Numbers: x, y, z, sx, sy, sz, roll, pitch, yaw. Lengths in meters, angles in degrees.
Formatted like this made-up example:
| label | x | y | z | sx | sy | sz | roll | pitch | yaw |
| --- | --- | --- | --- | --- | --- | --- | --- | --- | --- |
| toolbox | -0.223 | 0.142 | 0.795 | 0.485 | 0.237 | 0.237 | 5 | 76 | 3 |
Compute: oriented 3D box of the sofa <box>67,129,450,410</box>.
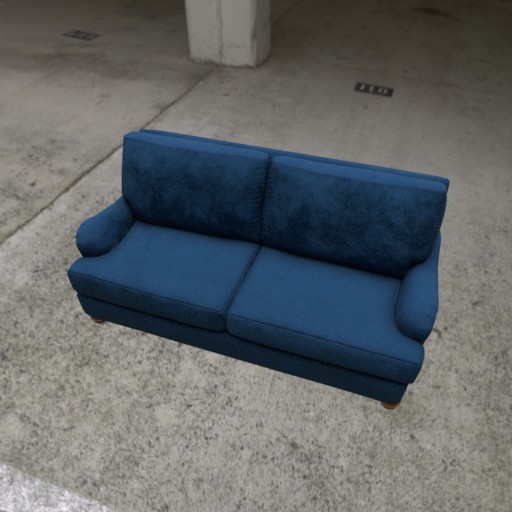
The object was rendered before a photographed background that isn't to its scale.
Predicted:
| label | x | y | z | sx | sy | sz | roll | pitch | yaw |
| --- | --- | --- | --- | --- | --- | --- | --- | --- | --- |
| sofa | 0.000 | 0.000 | 2.785 | 2.141 | 1.101 | 1.084 | 13 | 43 | 14 |
